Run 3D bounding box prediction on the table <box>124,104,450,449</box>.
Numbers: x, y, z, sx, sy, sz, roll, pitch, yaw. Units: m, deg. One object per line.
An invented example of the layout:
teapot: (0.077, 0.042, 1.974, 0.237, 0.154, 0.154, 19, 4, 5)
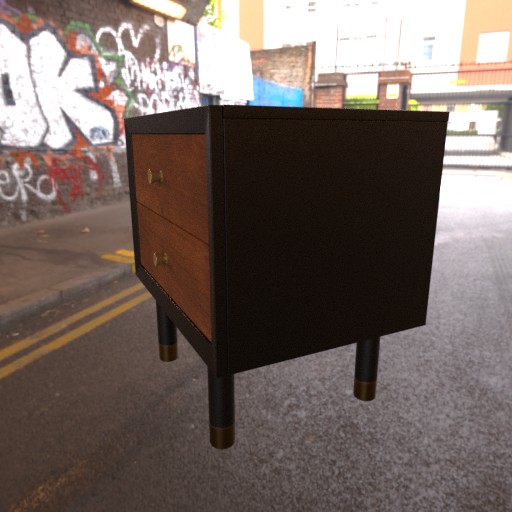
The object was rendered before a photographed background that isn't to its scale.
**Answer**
table: (0.000, 0.000, 0.965, 0.441, 0.584, 0.564, -8, 17, -26)
